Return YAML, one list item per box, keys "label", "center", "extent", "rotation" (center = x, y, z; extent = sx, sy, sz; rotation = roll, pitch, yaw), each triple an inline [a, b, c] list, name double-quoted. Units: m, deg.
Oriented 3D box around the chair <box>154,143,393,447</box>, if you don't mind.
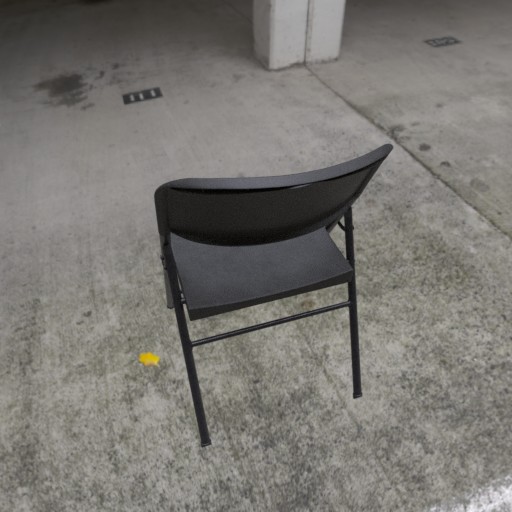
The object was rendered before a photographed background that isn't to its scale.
- label: "chair"
  center: [0.000, 0.000, 1.188]
  extent: [0.494, 0.810, 0.566]
  rotation: [-12, 43, -14]
